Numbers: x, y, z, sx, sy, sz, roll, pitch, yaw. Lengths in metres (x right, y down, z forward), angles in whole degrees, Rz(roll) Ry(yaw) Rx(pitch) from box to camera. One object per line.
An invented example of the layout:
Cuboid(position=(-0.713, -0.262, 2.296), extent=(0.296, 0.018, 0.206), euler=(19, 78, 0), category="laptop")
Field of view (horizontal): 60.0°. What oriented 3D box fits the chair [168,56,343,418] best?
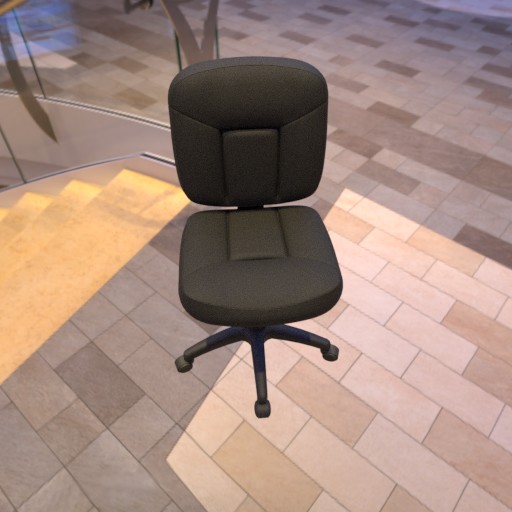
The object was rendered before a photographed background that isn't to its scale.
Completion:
Cuboid(position=(0.000, 0.000, 1.354), extent=(0.610, 0.972, 0.610), euler=(-4, 46, -3), category="chair")
